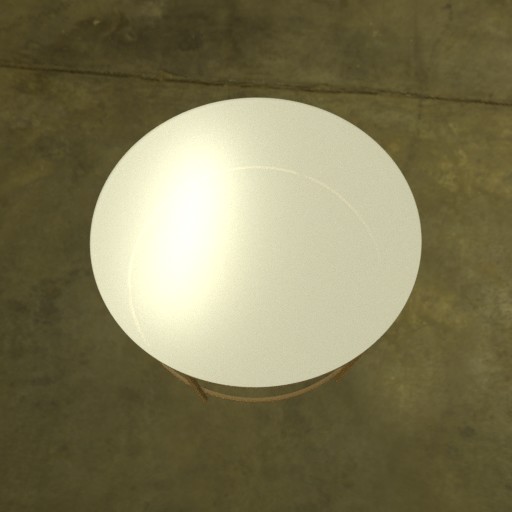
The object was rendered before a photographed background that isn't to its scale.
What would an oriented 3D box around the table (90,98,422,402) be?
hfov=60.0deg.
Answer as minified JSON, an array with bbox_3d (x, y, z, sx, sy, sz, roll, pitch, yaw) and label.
[{"bbox_3d":[0.000,0.000,1.446,0.914,0.470,0.914,0,64,0],"label":"table"}]
